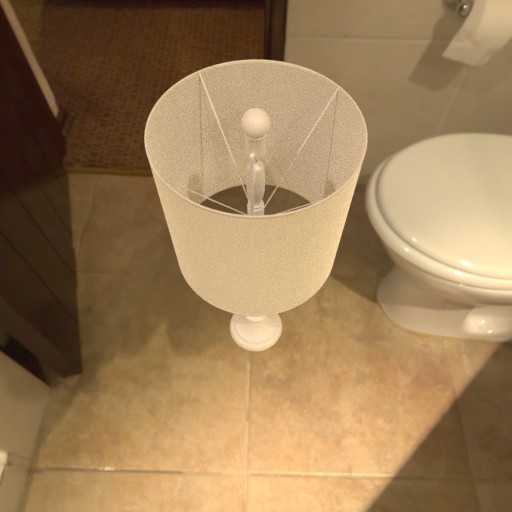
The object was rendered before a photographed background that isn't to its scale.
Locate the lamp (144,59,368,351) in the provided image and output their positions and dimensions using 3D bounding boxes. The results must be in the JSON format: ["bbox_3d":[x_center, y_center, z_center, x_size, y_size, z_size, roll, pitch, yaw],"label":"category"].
[{"bbox_3d":[0.000,0.000,0.736,0.250,0.597,0.250,-31,63,-18],"label":"lamp"}]
